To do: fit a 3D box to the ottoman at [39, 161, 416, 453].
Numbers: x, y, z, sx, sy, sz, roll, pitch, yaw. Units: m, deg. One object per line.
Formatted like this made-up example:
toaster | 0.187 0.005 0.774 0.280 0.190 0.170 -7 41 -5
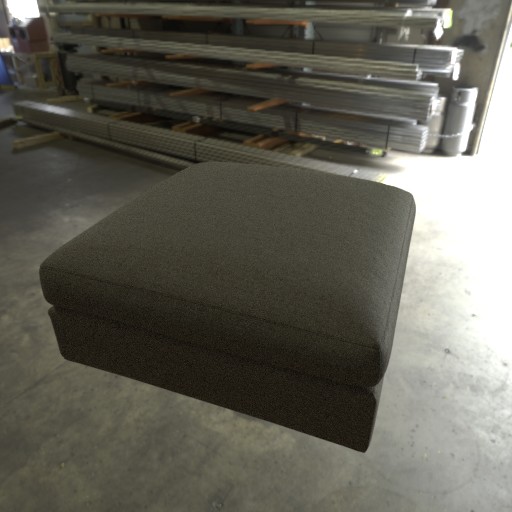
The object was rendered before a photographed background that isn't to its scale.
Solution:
ottoman | 0.000 0.000 1.626 1.041 0.470 1.041 11 32 18
